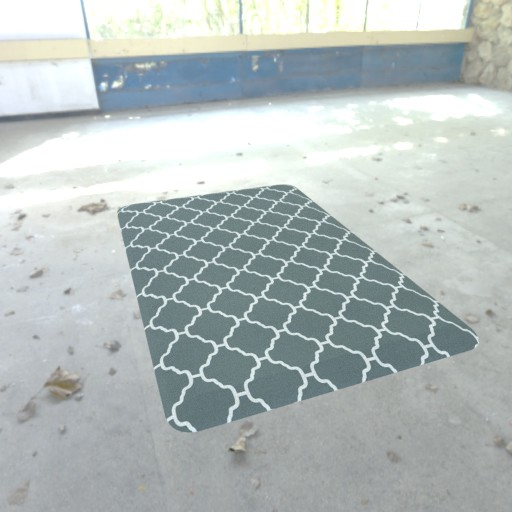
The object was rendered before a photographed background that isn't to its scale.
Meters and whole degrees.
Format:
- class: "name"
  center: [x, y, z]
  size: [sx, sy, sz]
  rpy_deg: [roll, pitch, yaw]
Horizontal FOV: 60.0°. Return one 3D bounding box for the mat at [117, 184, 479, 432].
- class: "mat"
  center: [0.000, 0.000, 0.932]
  size: [0.508, 0.021, 0.762]
  rpy_deg: [-10, 31, -18]
